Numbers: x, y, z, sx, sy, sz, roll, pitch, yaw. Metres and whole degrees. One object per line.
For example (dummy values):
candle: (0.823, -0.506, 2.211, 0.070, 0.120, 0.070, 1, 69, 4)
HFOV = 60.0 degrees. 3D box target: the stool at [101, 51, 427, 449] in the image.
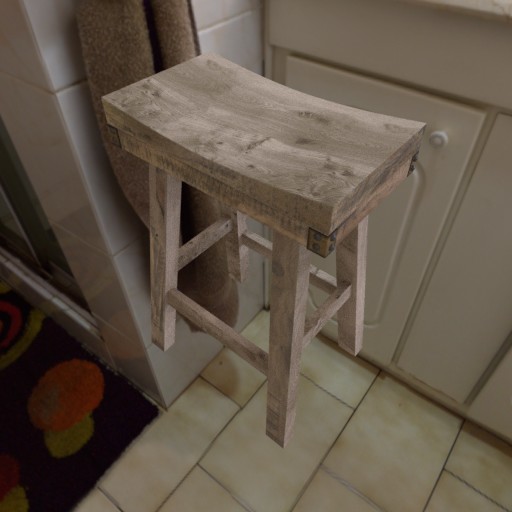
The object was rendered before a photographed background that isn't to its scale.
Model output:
stool: (0.000, 0.000, 0.904, 0.450, 0.635, 0.330, 30, 52, 27)
